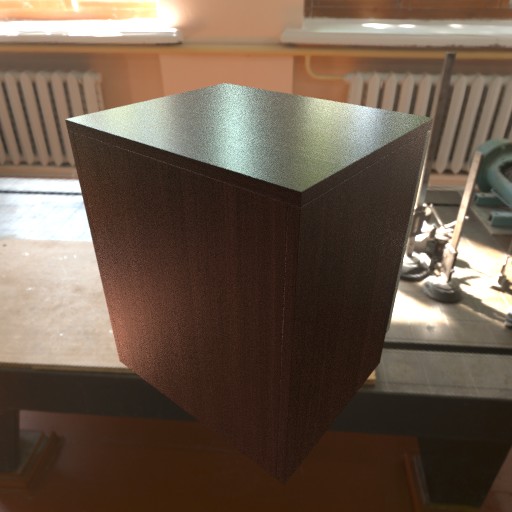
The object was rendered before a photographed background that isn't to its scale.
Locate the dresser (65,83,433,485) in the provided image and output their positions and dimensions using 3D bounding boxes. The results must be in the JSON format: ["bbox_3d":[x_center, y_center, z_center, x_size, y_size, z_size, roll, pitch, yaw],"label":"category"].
[{"bbox_3d":[0.000,0.000,0.759,0.400,0.470,0.360,23,39,32],"label":"dresser"}]
